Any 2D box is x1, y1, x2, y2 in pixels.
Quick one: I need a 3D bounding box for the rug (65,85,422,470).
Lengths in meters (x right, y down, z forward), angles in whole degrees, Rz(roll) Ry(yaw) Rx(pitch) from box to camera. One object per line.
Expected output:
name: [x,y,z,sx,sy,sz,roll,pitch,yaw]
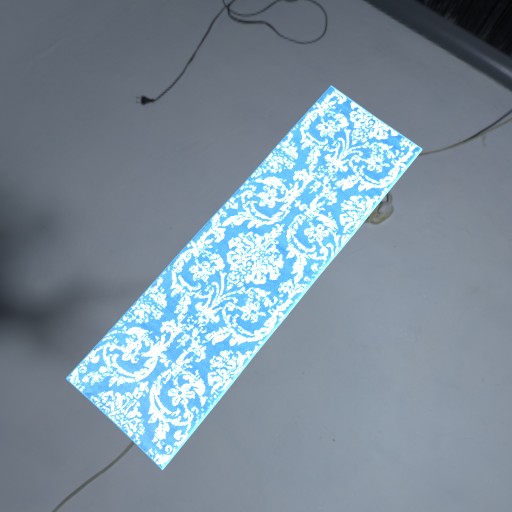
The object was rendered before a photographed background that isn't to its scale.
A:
rug: [0.000,0.000,2.379,0.662,0.011,2.196,39,79,9]
